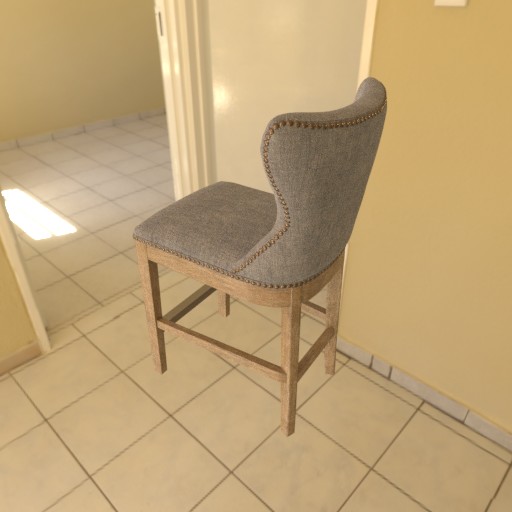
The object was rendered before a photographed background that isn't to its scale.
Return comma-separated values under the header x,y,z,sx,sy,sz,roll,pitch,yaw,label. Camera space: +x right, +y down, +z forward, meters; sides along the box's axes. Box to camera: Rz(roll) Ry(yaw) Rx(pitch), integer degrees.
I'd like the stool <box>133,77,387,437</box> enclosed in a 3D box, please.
x,y,z,sx,sy,sz,roll,pitch,yaw,label
0.000,0.000,1.319,0.608,0.981,0.498,20,38,28,stool
